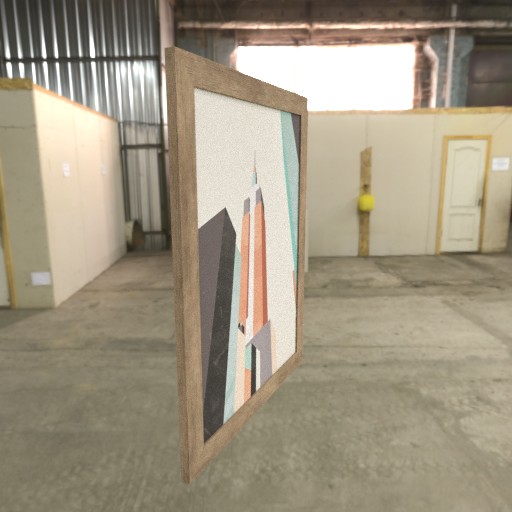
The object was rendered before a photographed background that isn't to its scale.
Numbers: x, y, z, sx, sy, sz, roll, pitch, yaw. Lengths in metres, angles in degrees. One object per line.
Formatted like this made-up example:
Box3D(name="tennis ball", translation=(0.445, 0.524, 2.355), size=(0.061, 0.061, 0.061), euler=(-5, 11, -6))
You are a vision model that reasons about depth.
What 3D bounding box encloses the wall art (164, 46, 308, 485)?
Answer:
Box3D(name="wall art", translation=(0.000, 0.000, 0.913), size=(0.018, 0.686, 0.534), euler=(6, 13, 26))
